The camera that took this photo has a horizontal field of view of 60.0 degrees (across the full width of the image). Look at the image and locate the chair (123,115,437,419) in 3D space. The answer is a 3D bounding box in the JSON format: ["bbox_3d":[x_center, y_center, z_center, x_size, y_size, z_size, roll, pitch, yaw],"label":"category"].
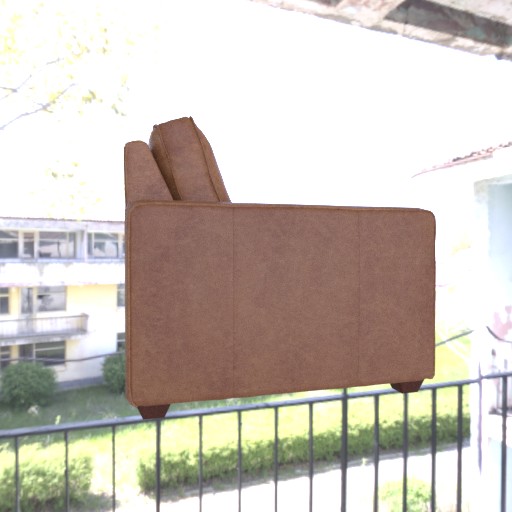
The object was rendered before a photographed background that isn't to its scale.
[{"bbox_3d":[0.000,0.000,1.758,1.027,0.901,0.987,0,1,-18],"label":"chair"}]
